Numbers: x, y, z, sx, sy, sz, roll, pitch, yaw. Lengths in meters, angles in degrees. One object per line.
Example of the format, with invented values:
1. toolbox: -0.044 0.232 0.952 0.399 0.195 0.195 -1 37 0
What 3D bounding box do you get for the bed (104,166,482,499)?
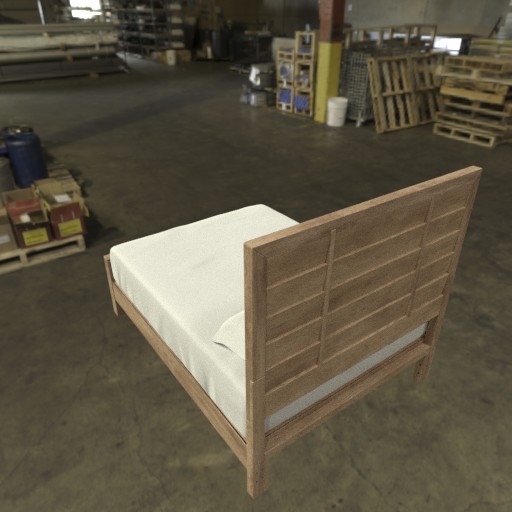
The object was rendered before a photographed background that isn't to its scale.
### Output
1. bed: 0.000 0.000 3.298 1.626 1.626 2.197 -20 35 -31
